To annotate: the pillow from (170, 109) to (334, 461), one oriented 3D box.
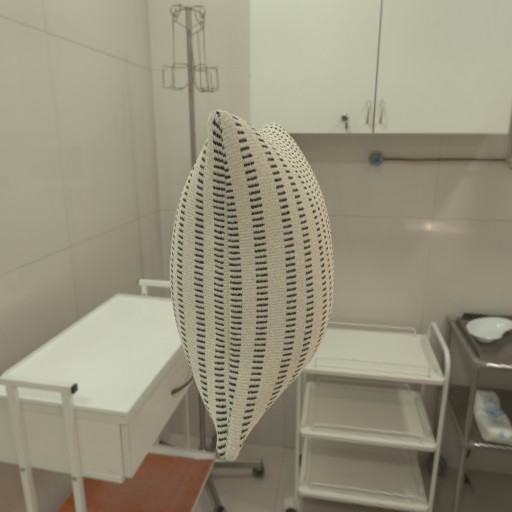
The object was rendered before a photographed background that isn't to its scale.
[{"bbox_3d":[0.000,0.000,0.701,0.247,0.419,0.438,3,15,10],"label":"pillow"}]
